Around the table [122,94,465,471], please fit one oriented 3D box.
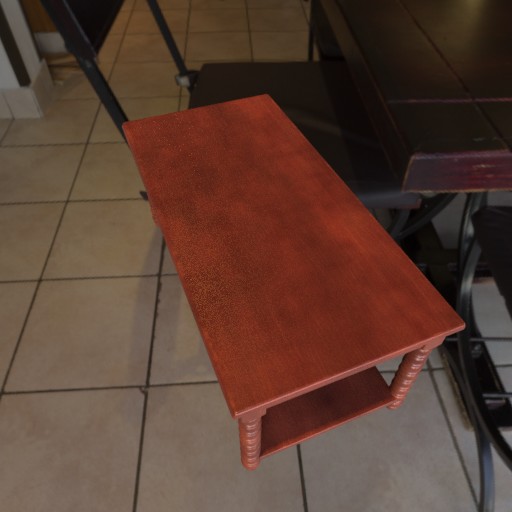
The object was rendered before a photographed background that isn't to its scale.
[{"bbox_3d":[0.000,0.000,1.484,0.580,0.485,1.171,-17,50,-15],"label":"table"}]
